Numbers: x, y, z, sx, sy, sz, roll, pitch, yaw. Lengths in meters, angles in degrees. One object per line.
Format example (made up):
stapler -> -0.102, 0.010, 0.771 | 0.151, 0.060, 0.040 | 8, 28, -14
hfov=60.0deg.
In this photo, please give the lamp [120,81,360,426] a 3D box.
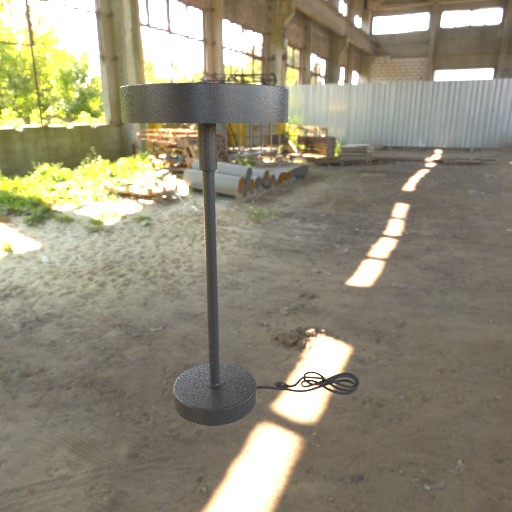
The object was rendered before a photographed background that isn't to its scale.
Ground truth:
lamp -> 0.000, 0.000, 0.696 | 0.369, 0.508, 0.229 | -3, 17, -9
